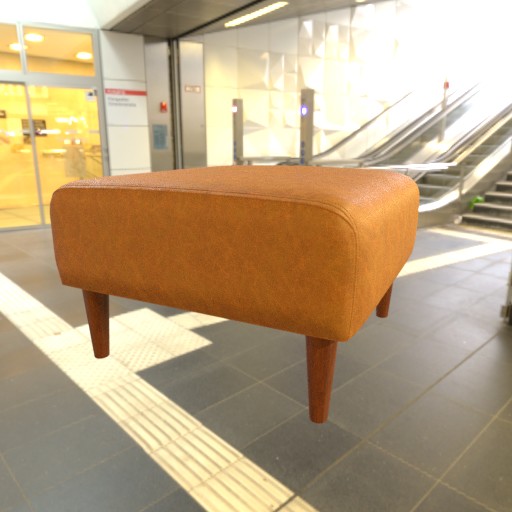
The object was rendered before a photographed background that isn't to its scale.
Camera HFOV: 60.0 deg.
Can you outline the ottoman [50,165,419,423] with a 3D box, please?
[{"bbox_3d":[0.000,0.000,1.049,0.650,0.399,0.650,7,16,26],"label":"ottoman"}]
